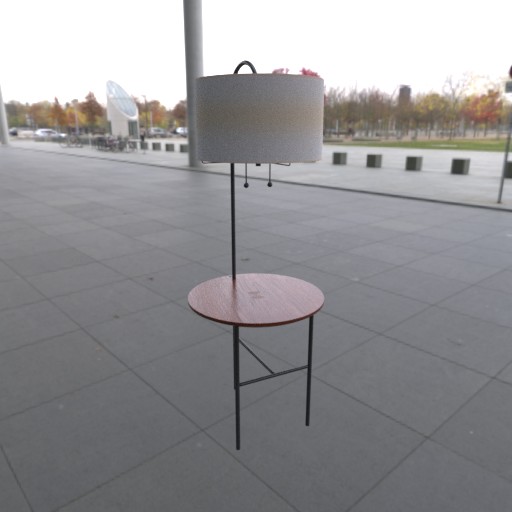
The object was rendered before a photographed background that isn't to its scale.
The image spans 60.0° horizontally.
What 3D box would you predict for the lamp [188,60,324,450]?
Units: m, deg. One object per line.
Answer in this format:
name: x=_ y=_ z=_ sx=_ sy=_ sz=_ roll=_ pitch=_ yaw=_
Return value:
lamp: x=0.000 y=0.000 z=1.832 sx=0.573 sy=1.517 sz=0.573 roll=0 pitch=16 yaw=0
